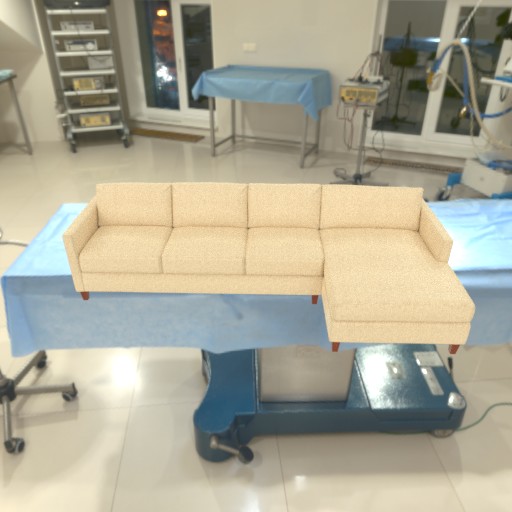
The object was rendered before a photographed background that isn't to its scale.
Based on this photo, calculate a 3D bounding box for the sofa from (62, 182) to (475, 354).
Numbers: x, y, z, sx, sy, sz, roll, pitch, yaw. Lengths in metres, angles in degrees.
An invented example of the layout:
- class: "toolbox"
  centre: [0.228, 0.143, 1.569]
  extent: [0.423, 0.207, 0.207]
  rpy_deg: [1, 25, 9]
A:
- class: "sofa"
  centre: [0.000, 0.000, 4.134]
  extent: [3.471, 0.954, 1.603]
  rpy_deg: [1, 31, 1]
